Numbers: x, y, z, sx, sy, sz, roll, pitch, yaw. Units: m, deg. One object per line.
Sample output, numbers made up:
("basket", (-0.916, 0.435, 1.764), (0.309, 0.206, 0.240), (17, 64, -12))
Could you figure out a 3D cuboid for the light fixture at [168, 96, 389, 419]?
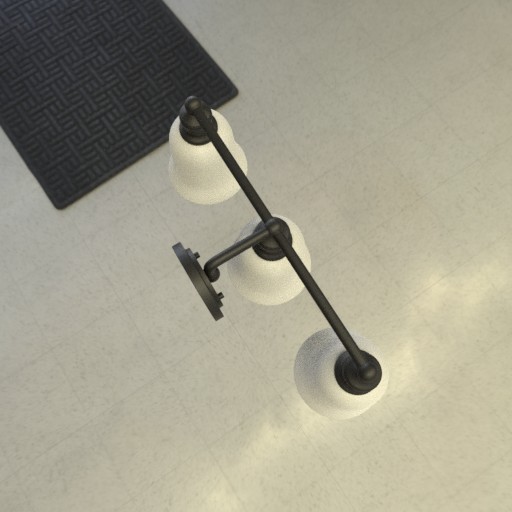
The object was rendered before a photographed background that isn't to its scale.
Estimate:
("light fixture", (0.000, 0.000, 0.661), (0.198, 0.211, 0.570), (-31, 77, -8))
